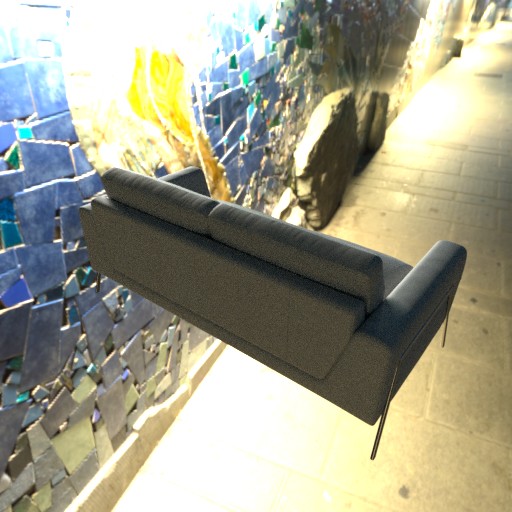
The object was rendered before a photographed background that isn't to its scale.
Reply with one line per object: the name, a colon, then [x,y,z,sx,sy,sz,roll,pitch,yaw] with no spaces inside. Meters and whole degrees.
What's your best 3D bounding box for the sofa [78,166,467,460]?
sofa: [0.000,0.000,2.534,2.017,0.875,0.953,22,37,32]
